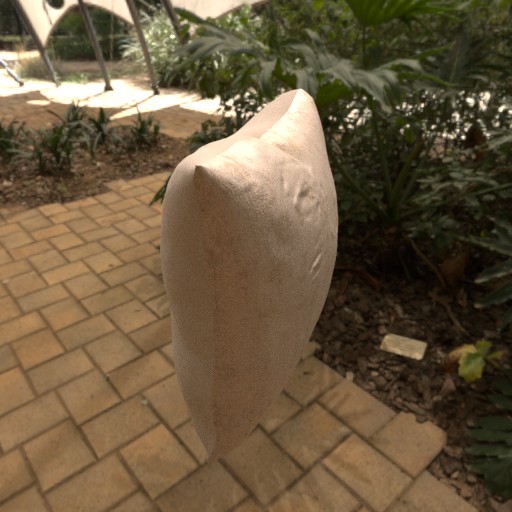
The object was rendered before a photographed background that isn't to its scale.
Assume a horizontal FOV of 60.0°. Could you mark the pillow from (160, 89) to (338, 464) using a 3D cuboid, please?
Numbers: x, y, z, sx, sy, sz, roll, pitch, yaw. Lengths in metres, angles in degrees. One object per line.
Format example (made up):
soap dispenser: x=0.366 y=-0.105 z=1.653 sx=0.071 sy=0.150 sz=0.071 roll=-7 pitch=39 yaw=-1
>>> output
pillow: x=0.000 y=0.000 z=0.714 sx=0.245 sy=0.448 sz=0.450 roll=10 pitch=31 yaw=18
